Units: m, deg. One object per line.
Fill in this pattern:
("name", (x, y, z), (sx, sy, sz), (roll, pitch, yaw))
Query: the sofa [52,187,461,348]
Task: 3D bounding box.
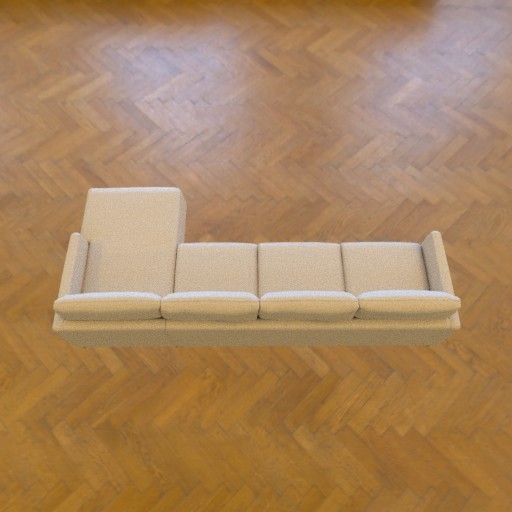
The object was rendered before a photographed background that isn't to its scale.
("sofa", (0.000, 0.000, 3.326), (2.731, 0.755, 1.258), (0, 64, 0))
